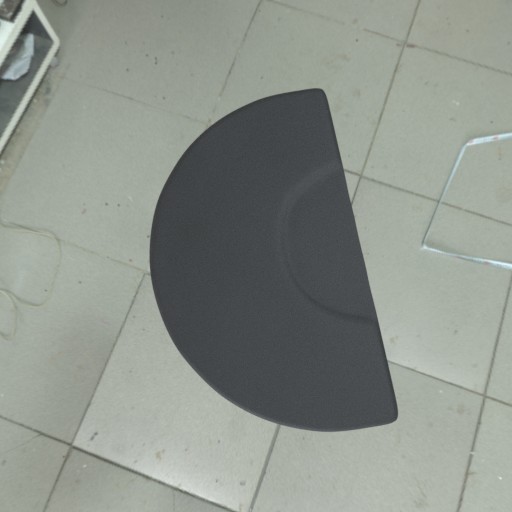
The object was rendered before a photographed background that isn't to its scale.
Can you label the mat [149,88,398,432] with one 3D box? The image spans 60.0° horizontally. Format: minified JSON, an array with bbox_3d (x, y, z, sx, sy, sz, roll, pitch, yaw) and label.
[{"bbox_3d":[0.000,0.000,1.912,0.917,0.016,1.525,-9,77,-2],"label":"mat"}]
